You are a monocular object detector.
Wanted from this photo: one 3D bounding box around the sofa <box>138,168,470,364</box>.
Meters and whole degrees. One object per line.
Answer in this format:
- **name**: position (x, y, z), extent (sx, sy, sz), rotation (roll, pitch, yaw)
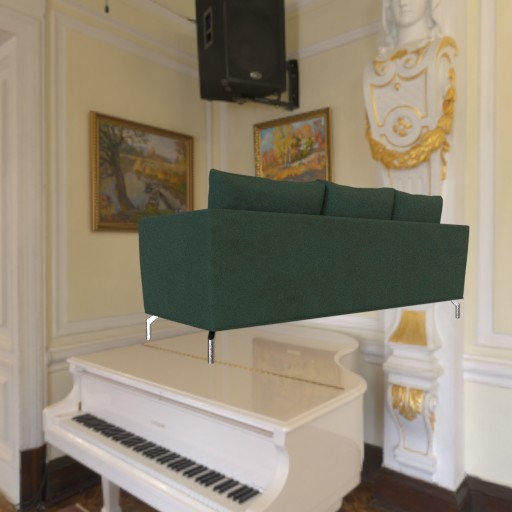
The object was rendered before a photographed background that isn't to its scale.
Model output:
- **sofa**: position (0.000, 0.000, 3.785), extent (2.452, 1.004, 2.468), rotation (-1, 1, -38)
